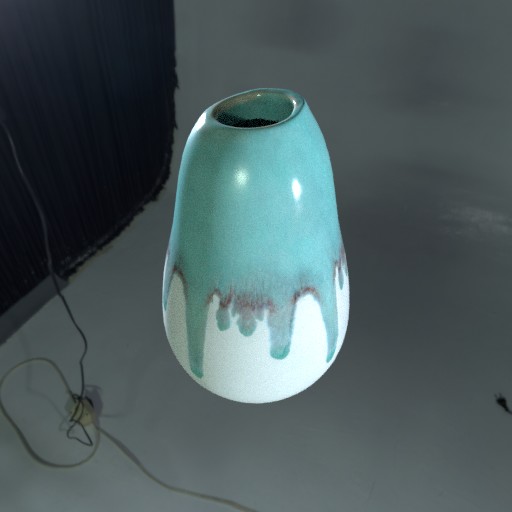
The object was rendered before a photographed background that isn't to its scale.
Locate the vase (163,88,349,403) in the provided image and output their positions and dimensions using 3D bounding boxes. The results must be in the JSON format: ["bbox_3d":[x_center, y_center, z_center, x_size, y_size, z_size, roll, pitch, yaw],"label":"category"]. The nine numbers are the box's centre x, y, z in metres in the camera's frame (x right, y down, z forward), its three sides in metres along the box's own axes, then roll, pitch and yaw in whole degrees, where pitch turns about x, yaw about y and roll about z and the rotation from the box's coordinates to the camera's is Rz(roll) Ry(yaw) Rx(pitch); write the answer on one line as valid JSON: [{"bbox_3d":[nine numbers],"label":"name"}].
[{"bbox_3d":[0.000,0.000,0.255,0.116,0.179,0.116,0,41,0],"label":"vase"}]
